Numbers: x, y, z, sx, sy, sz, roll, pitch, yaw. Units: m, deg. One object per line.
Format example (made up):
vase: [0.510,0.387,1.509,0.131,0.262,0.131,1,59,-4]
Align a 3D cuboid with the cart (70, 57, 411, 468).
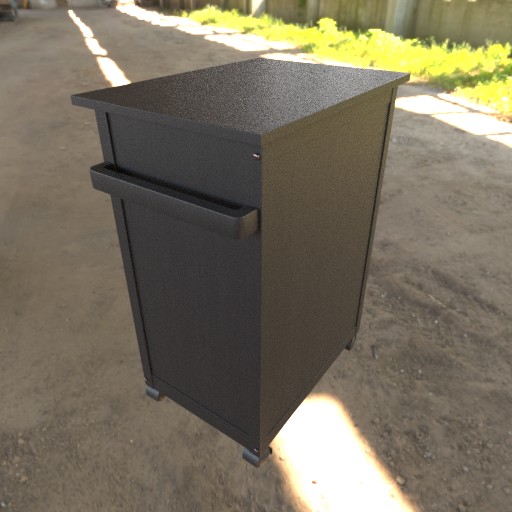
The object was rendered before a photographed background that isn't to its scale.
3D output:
cart: [0.000,0.000,1.193,0.456,0.879,0.660,21,37,30]
